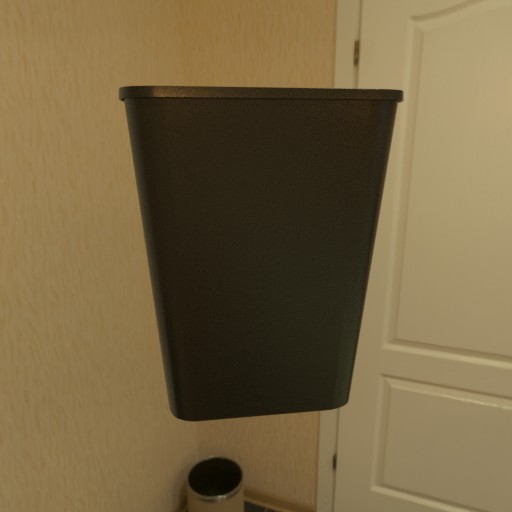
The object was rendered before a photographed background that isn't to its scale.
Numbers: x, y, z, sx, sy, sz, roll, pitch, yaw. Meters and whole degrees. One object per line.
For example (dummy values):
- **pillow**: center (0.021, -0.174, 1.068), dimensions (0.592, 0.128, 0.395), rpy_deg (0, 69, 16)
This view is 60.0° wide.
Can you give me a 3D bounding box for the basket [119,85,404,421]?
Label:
- **basket**: center (0.000, 0.000, 0.766), dimensions (0.394, 0.521, 0.287), rpy_deg (-2, 15, -8)
